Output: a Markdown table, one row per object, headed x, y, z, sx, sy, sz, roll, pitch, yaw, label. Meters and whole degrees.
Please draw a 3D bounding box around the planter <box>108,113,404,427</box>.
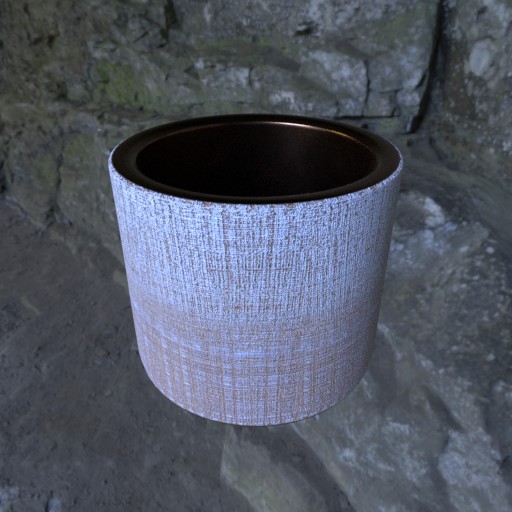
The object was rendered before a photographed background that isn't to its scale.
| x | y | z | sx | sy | sz | roll | pitch | yaw | label |
| --- | --- | --- | --- | --- | --- | --- | --- | --- | --- |
| 0.000 | 0.000 | 0.190 | 0.109 | 0.096 | 0.109 | 0 | 31 | 0 | planter |
